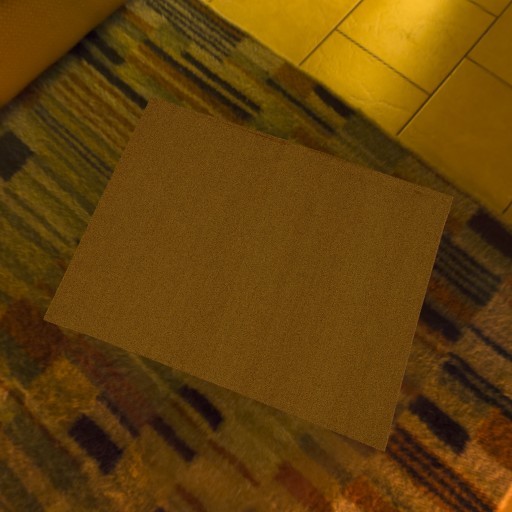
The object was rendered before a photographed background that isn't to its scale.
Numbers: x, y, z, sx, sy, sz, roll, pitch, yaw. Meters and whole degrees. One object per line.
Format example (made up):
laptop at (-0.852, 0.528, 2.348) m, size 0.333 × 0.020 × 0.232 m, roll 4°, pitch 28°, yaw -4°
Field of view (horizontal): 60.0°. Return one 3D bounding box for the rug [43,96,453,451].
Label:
rug at (0.000, 0.000, 4.131) m, size 3.202 × 0.045 × 2.434 m, roll 20°, pitch 77°, yaw 5°
